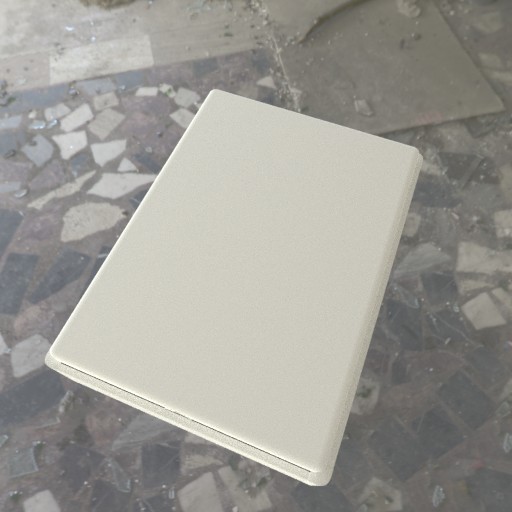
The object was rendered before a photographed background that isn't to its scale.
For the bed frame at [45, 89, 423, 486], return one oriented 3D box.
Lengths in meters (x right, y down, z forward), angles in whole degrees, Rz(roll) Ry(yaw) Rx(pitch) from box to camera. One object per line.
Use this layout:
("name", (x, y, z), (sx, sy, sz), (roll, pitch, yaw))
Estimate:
("bed frame", (0.000, 0.000, 2.452), (1.400, 0.406, 1.900), (20, 64, 10))
